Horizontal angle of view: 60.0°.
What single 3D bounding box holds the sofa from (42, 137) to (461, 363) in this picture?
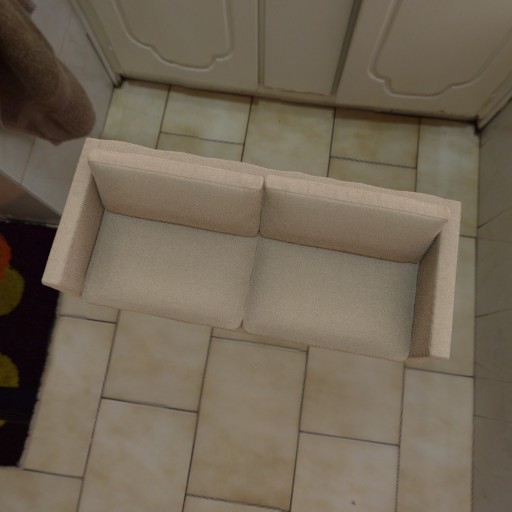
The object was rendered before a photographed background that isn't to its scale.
[{"bbox_3d":[0.000,0.000,2.805,2.312,0.853,0.962,10,76,3],"label":"sofa"}]
